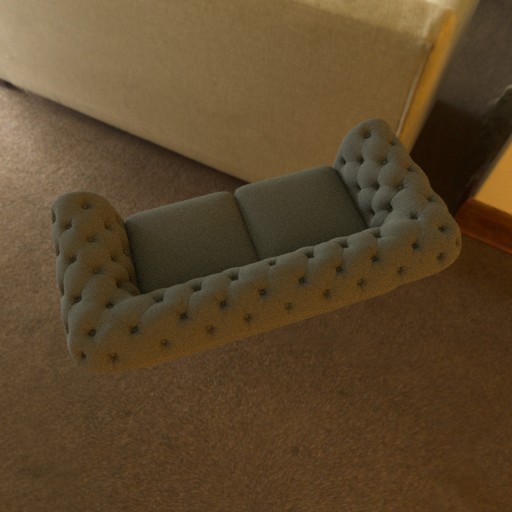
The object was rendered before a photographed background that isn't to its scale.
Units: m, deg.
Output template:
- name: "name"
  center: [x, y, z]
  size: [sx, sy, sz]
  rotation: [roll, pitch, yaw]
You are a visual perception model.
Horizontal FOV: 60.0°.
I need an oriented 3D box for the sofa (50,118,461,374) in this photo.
- name: "sofa"
  center: [0.000, 0.000, 2.491]
  size: [1.998, 0.764, 0.986]
  rotation: [-16, 61, -9]
